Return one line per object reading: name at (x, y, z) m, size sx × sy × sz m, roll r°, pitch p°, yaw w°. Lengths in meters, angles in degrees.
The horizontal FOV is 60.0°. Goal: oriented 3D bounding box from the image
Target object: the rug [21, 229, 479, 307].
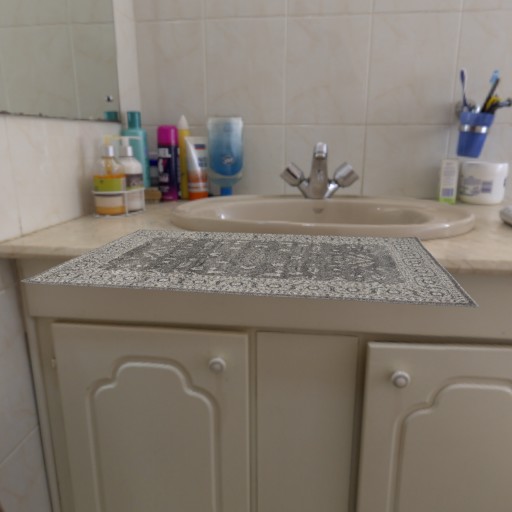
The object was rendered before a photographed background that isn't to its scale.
rug at (0.000, 0.000, 2.305) m, size 1.828 × 0.019 × 1.209 m, roll 2°, pitch 14°, yaw 9°
